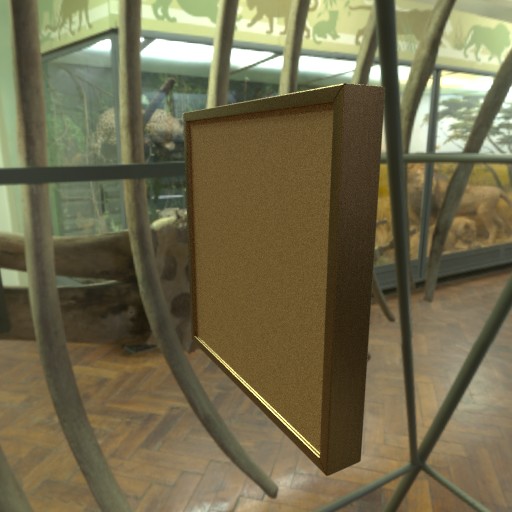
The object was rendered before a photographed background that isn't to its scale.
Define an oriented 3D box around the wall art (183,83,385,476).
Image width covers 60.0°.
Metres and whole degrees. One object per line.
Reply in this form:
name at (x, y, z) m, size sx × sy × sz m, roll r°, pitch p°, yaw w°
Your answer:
wall art at (0.000, 0.000, 0.466) m, size 0.037 × 0.305 × 0.305 m, roll -8°, pitch 16°, yaw -28°
